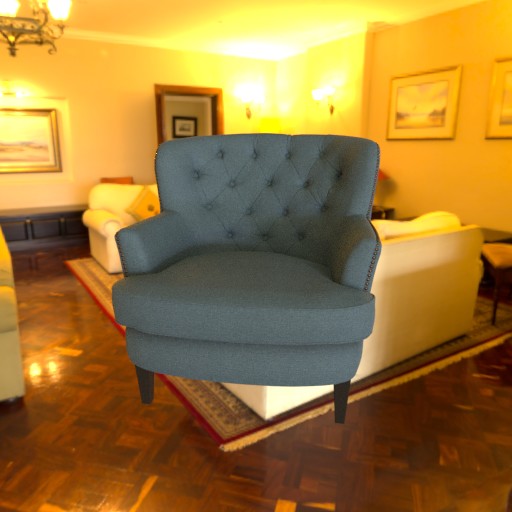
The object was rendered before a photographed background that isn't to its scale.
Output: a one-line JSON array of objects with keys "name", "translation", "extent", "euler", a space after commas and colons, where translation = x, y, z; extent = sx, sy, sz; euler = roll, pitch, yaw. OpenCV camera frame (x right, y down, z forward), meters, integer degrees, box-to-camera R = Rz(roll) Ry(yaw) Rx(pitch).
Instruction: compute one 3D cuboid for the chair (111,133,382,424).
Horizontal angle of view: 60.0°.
[{"name": "chair", "translation": [0.000, 0.000, 1.583], "extent": [0.848, 0.868, 0.906], "euler": [2, 14, 9]}]
